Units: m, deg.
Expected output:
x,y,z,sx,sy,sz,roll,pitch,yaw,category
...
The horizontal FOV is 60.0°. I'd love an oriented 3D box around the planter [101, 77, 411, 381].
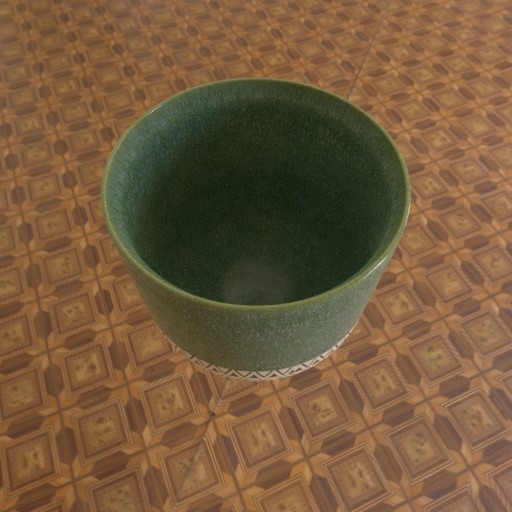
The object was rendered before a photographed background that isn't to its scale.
x,y,z,sx,sy,sz,roll,pitch,yaw,category
0.000,0.000,0.498,0.266,0.270,0.266,0,57,0,planter
